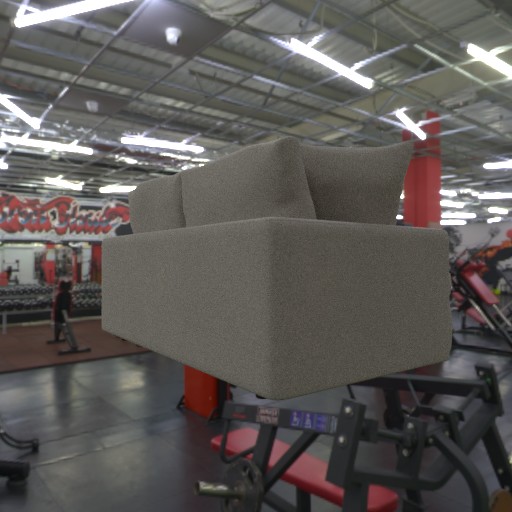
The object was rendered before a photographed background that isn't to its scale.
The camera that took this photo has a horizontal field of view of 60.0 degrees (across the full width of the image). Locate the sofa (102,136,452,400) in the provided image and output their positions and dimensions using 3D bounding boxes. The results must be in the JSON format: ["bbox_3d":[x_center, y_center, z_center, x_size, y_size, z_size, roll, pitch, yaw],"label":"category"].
[{"bbox_3d":[0.000,0.000,2.561,1.228,1.080,1.869,0,-1,-36],"label":"sofa"}]
